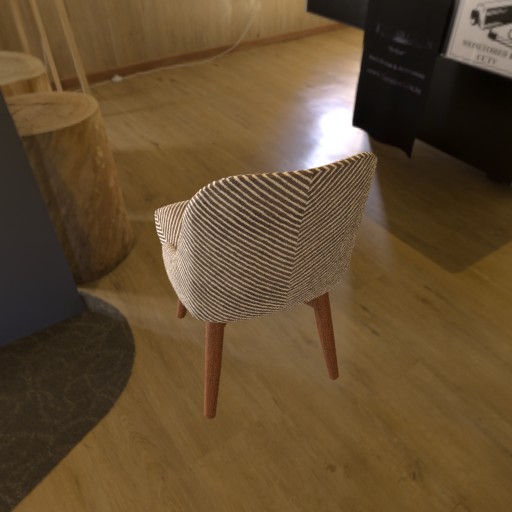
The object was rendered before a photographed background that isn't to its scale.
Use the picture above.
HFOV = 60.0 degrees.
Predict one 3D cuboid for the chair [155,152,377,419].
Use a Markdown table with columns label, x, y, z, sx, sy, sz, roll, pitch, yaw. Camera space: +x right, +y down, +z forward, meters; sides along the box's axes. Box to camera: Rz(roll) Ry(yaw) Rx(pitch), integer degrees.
| label | x | y | z | sx | sy | sz | roll | pitch | yaw |
| --- | --- | --- | --- | --- | --- | --- | --- | --- | --- |
| chair | 0.000 | 0.000 | 1.261 | 0.504 | 0.883 | 0.591 | -13 | 43 | -14 |
